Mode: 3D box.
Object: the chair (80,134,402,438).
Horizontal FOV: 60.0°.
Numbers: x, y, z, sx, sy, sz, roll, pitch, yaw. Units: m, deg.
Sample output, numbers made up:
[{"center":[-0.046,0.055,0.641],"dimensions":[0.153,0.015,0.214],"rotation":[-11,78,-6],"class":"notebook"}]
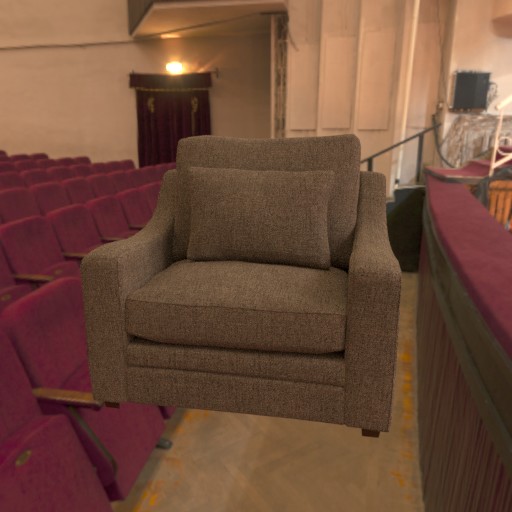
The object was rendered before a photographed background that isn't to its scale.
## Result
[{"center":[0.000,0.000,1.951],"dimensions":[1.138,1.037,1.009],"rotation":[3,15,10],"class":"chair"}]
